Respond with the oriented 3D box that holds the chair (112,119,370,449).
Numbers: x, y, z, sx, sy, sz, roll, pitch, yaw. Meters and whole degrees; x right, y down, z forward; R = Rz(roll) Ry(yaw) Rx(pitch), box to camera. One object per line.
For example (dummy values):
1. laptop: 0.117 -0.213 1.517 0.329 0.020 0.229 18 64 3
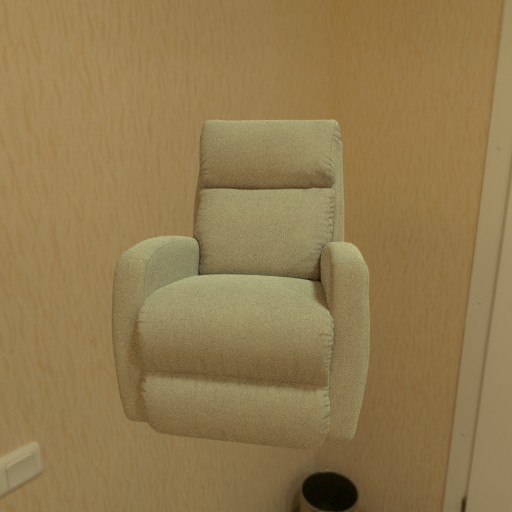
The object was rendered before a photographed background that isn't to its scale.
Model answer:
1. chair: 0.000 0.000 1.671 0.794 1.021 0.940 2 14 9
